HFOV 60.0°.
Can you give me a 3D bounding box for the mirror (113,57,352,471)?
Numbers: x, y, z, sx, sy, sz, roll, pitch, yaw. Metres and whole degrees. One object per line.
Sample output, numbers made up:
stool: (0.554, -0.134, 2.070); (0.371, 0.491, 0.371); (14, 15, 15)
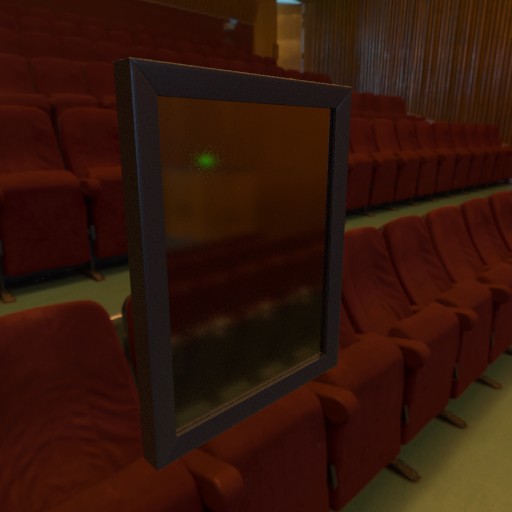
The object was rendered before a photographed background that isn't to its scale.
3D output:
mirror: (0.000, 0.000, 0.673); (0.405, 0.508, 0.041); (-14, 21, -43)
